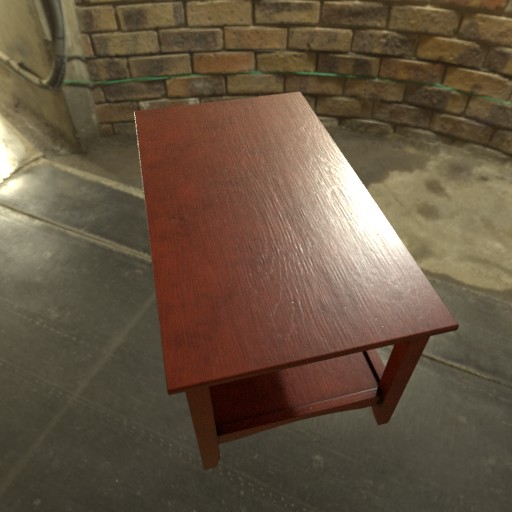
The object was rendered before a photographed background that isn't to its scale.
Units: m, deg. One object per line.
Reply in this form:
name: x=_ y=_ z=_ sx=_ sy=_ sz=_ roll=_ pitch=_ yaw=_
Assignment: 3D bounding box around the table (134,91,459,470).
table: x=0.000 y=0.000 z=1.243 sx=0.533 sy=0.456 sz=0.943 roll=-10 pitch=47 yaw=-10
